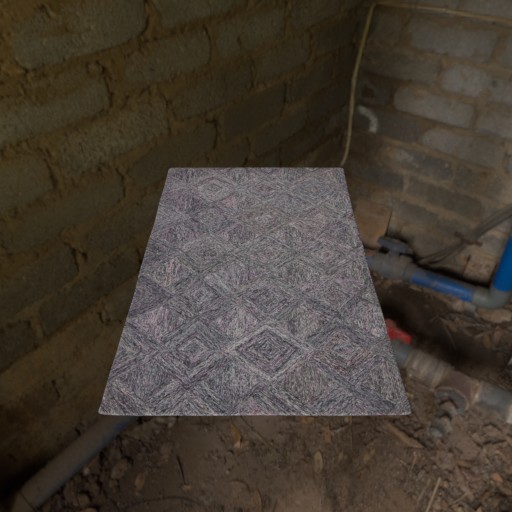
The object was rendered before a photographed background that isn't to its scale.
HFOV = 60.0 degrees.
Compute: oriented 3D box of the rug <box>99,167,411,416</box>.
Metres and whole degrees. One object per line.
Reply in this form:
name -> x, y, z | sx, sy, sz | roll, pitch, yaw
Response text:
rug -> 0.000, 0.000, 2.274 | 1.158, 0.013, 1.752 | 0, 42, 0
